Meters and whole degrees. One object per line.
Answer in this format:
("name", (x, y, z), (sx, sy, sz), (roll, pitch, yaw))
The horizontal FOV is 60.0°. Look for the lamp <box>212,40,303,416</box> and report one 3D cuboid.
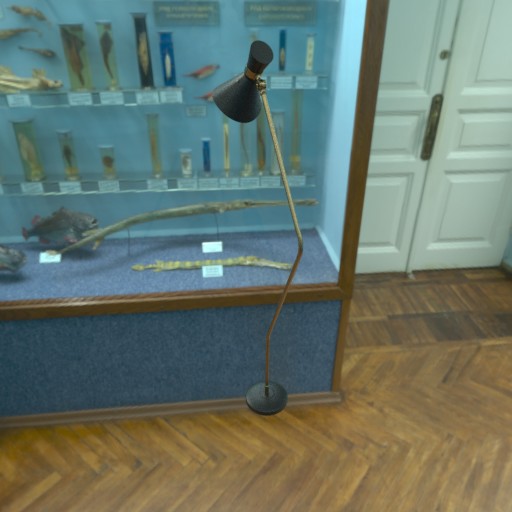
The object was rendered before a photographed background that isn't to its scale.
("lamp", (0.000, 0.000, 1.648), (0.277, 1.438, 0.467), (-2, 30, -3))
